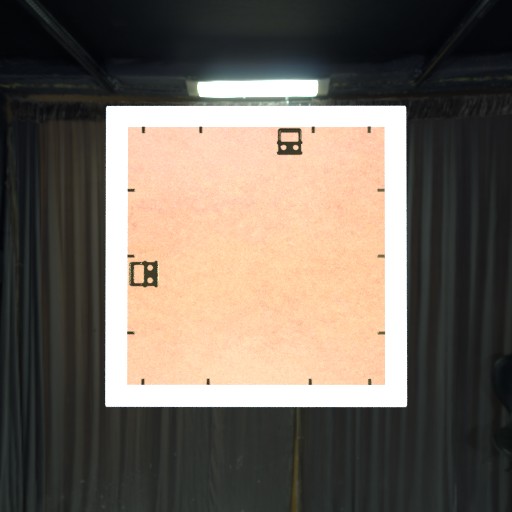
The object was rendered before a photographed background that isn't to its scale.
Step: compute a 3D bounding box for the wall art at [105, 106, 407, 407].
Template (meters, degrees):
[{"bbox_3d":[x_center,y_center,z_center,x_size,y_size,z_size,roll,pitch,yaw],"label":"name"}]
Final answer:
[{"bbox_3d":[0.000,0.000,0.867,0.584,0.584,0.013,0,-1,0],"label":"wall art"}]
